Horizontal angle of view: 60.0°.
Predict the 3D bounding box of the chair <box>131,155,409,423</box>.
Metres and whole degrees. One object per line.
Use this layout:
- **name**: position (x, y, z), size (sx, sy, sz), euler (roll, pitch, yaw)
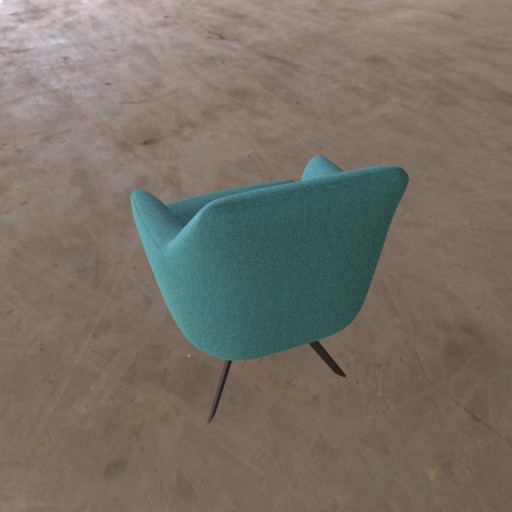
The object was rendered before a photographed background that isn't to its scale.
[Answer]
- **chair**: position (0.000, 0.000, 1.338), size (0.642, 0.874, 0.677), euler (-14, 44, -15)
